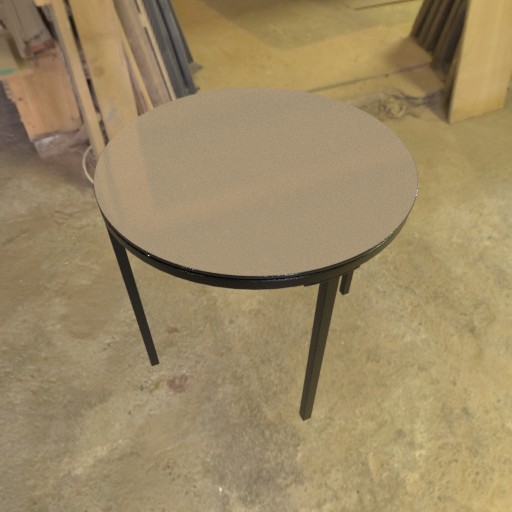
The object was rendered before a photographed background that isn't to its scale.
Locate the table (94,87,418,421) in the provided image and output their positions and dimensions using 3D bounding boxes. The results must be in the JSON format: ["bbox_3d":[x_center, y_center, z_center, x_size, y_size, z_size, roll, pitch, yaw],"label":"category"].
[{"bbox_3d":[0.000,0.000,0.860,0.499,0.443,0.499,0,46,0],"label":"table"}]
